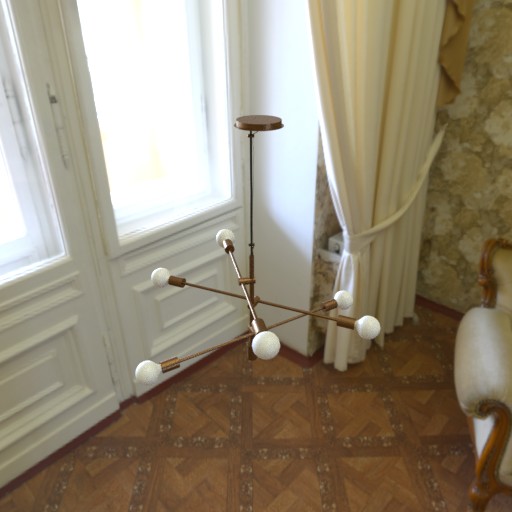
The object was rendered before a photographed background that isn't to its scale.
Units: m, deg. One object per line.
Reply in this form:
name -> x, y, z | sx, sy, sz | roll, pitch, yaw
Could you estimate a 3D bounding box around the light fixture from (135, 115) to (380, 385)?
light fixture -> 0.000, 0.000, 1.244 | 0.682, 0.744, 0.637 | -1, 28, -2
